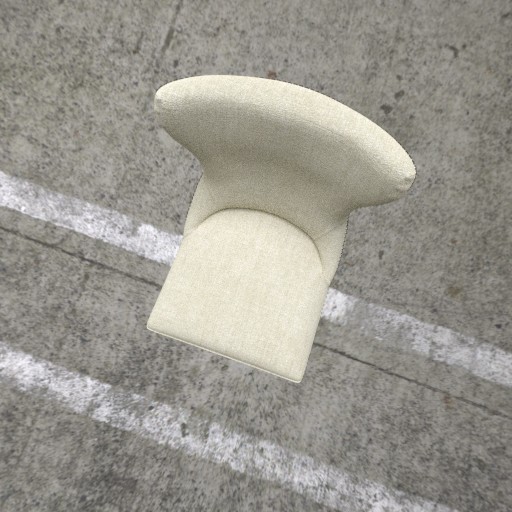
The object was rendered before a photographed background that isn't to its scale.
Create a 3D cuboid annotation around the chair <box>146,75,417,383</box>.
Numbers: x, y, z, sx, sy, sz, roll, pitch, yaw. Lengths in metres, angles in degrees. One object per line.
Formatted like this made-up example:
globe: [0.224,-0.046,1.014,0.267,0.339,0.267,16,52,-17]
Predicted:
chair: [0.000,0.000,1.458,0.654,1.002,0.681,19,77,5]
